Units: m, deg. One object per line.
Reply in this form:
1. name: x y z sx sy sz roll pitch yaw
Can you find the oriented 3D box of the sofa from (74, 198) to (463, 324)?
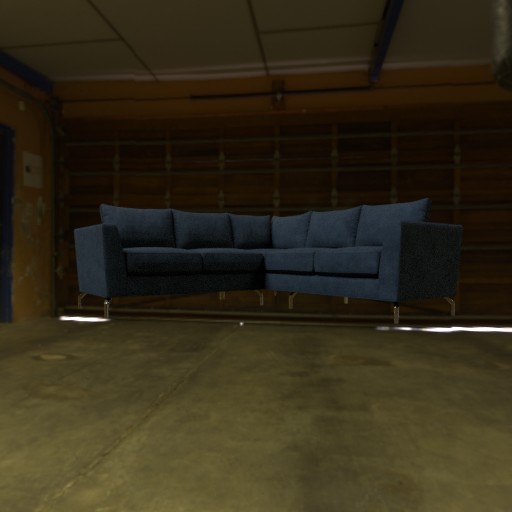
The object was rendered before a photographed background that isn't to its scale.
1. sofa: 0.000 0.000 3.932 2.472 0.988 2.463 0 0 -36
